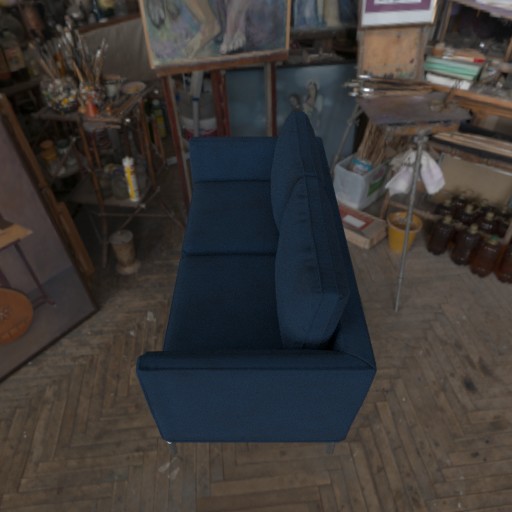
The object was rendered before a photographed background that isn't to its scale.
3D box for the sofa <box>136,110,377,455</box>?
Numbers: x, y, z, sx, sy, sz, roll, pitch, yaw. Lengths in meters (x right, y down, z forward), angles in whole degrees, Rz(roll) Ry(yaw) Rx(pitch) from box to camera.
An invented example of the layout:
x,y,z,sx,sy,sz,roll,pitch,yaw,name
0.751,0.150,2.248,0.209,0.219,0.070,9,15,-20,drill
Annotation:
x,y,z,sx,sy,sz,roll,pitch,yaw,name
0.000,0.000,2.356,0.853,1.002,1.770,0,42,0,sofa
